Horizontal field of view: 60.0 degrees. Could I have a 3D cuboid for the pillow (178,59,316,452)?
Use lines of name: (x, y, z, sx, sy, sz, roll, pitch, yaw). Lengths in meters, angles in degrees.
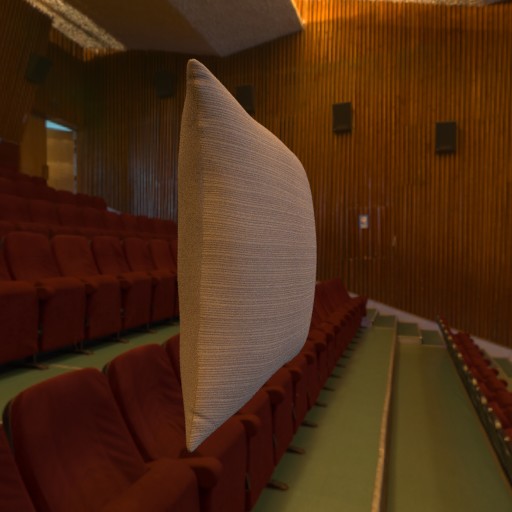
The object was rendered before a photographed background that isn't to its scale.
pillow: (0.000, 0.000, 0.793, 0.204, 0.497, 0.512, 0, 0, 18)
